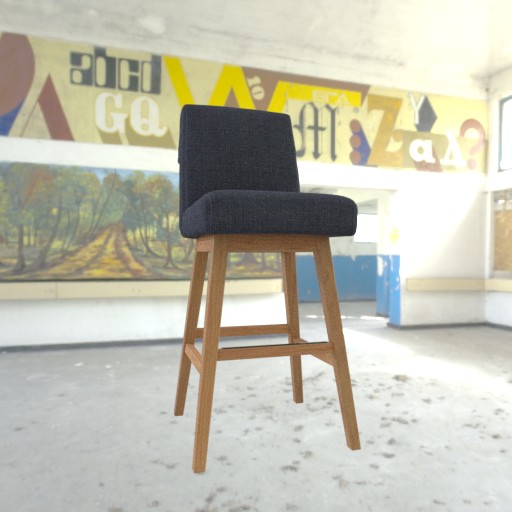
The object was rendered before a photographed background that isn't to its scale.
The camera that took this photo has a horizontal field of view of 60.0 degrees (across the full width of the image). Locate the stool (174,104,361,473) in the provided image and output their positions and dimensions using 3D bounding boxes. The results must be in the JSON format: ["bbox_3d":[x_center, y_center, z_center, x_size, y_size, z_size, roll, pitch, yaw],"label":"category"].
[{"bbox_3d":[0.000,0.000,1.436,0.483,1.112,0.570,0,0,-17],"label":"stool"}]
